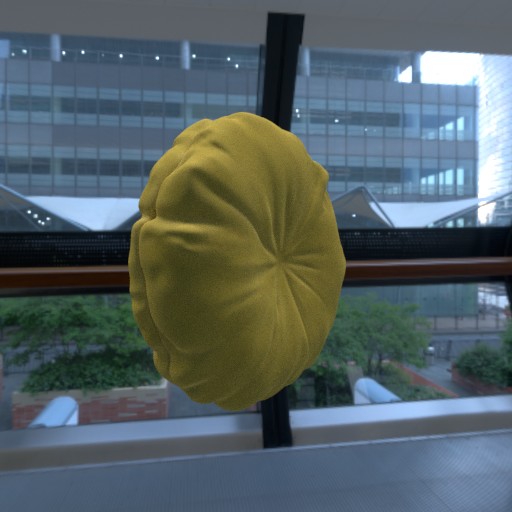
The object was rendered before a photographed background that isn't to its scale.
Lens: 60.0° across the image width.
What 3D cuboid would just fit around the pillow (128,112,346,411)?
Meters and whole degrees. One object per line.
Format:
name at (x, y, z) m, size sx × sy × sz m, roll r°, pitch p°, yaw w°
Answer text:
pillow at (0.000, 0.000, 0.658) m, size 0.148 × 0.407 × 0.428 m, roll 0°, pitch 1°, yaw 36°
